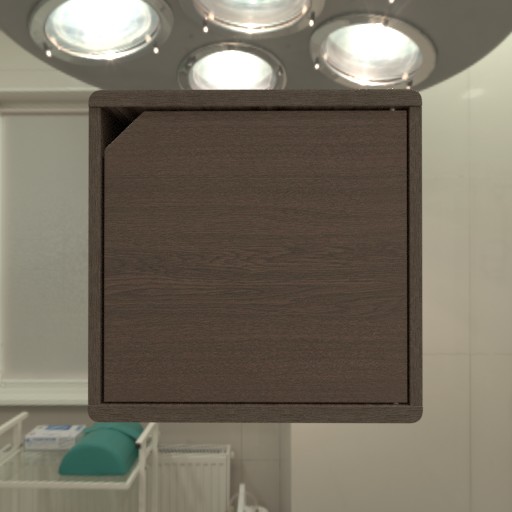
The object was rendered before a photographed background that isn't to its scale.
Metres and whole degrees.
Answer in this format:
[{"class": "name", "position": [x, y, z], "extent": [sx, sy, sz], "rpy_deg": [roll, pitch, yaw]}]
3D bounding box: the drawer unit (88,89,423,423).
[{"class": "drawer unit", "position": [0.000, 0.000, 0.600], "extent": [0.344, 0.344, 0.290], "rpy_deg": [0, 0, 1]}]
